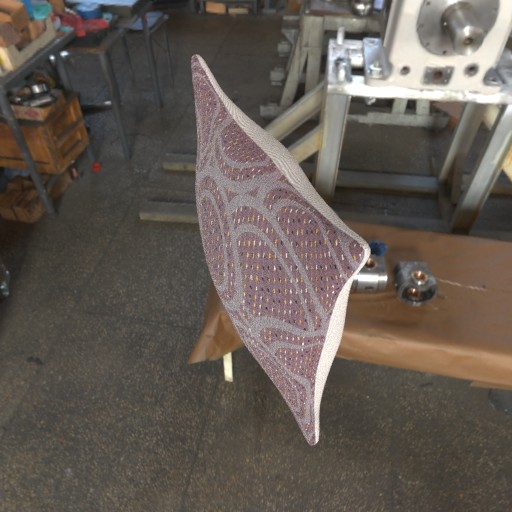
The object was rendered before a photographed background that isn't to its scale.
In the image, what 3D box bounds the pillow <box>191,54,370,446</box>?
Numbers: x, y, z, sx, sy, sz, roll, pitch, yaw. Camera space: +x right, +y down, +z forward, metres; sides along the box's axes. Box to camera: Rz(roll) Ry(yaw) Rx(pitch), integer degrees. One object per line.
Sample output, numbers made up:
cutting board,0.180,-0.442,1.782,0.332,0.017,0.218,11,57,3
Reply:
pillow,0.000,0.000,0.778,0.163,0.513,0.514,-18,49,-16
